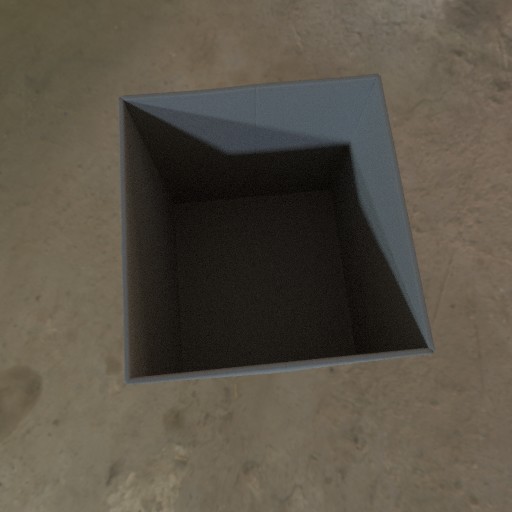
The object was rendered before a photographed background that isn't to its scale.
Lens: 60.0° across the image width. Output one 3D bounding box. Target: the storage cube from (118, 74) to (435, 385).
[{"bbox_3d":[0.000,0.000,0.523,0.270,0.280,0.270,-5,75,-1],"label":"storage cube"}]
